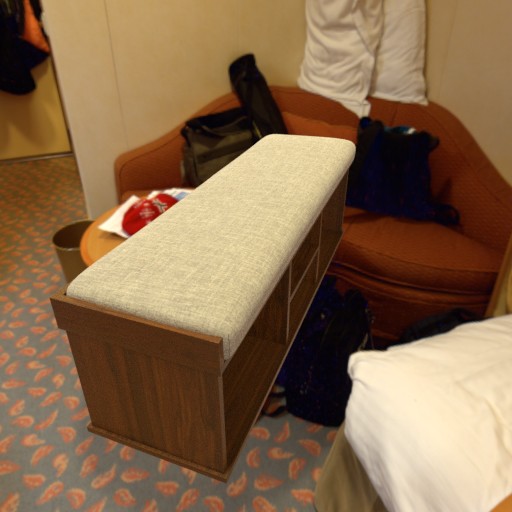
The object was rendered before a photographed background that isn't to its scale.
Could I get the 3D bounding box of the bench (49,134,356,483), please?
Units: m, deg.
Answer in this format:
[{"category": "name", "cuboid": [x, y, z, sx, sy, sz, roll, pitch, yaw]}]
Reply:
[{"category": "bench", "cuboid": [0.000, 0.000, 1.355, 0.367, 0.468, 1.196, 11, 32, 18]}]
